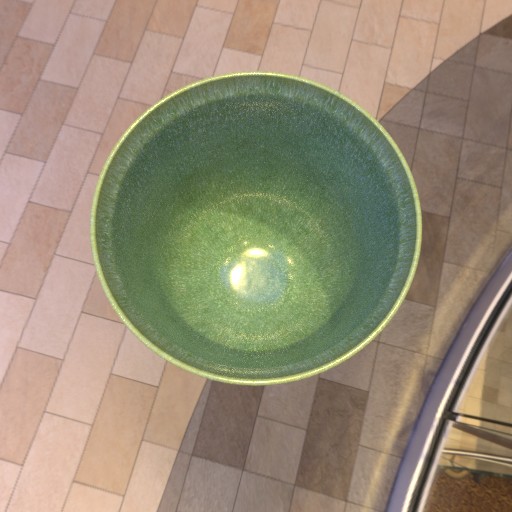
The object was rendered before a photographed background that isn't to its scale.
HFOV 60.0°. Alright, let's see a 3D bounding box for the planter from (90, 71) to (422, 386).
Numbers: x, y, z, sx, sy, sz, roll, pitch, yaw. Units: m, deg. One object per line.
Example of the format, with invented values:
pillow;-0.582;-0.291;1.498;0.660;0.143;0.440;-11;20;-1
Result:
planter;0.000;0.000;0.484;0.266;0.270;0.266;0;75;0
